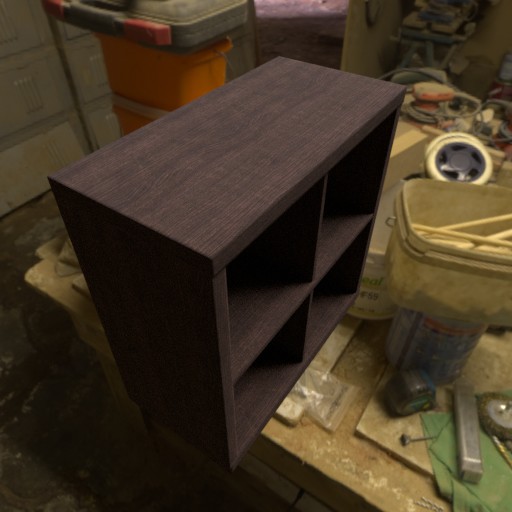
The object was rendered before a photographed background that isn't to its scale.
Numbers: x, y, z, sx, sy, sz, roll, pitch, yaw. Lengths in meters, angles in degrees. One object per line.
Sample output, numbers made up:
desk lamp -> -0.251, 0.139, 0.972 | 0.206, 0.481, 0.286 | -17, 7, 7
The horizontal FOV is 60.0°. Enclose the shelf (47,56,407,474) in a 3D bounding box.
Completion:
shelf -> 0.000, 0.000, 1.240 | 0.390, 0.786, 0.790 | 25, 48, 25
